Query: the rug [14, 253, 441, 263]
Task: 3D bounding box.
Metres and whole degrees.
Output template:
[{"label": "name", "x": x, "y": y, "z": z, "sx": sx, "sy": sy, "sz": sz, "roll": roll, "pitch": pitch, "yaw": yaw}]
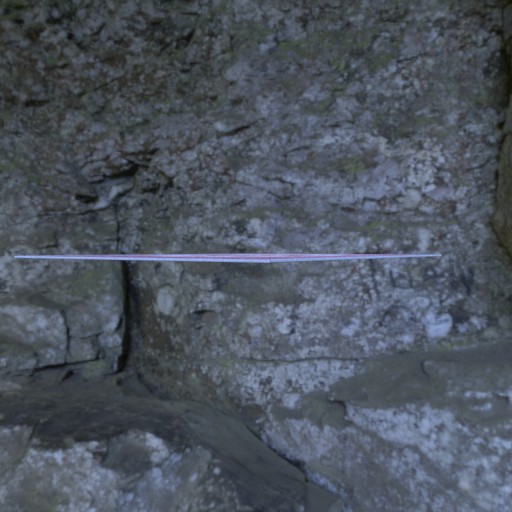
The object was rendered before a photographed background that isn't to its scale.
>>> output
[{"label": "rug", "x": 0.000, "y": 0.000, "z": 4.018, "sx": 2.447, "sy": 0.017, "sz": 3.123, "roll": 1, "pitch": 1, "yaw": 36}]
